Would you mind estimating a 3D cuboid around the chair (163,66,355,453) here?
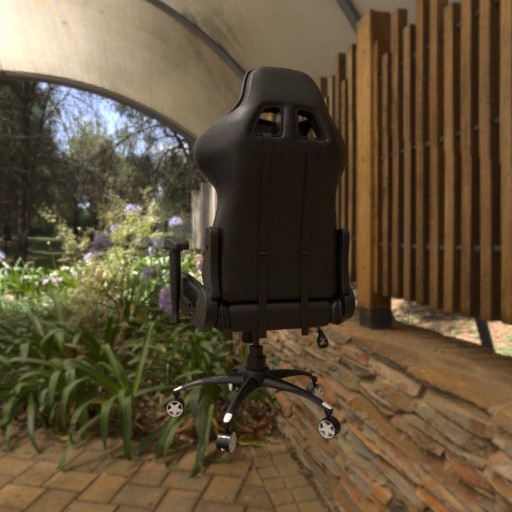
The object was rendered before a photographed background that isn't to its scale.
[{"bbox_3d":[0.000,0.000,1.768,0.730,1.285,0.695,0,1,-18],"label":"chair"}]
